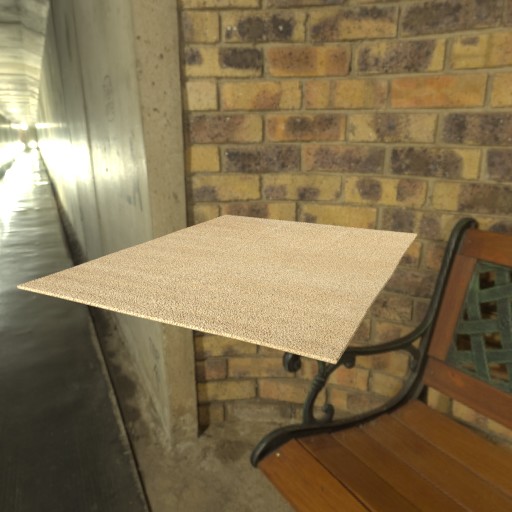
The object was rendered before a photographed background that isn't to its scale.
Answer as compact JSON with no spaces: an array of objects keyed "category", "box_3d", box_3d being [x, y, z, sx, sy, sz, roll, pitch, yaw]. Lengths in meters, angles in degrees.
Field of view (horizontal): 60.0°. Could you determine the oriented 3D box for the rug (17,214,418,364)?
[{"category":"rug","box_3d":[0.000,0.000,4.008,2.400,0.025,3.000,8,18,25]}]
